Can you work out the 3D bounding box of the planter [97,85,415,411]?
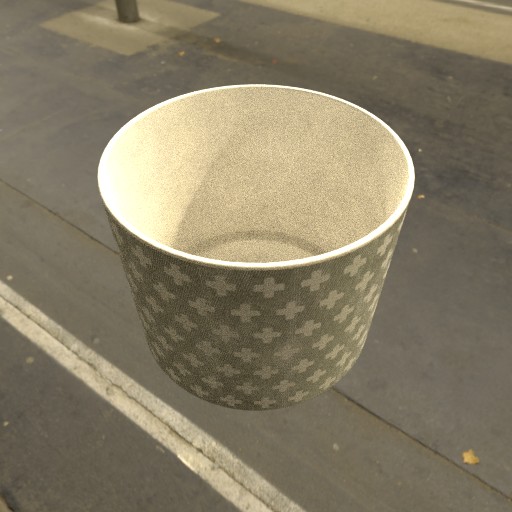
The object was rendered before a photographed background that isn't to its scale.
[{"bbox_3d":[0.000,0.000,0.445,0.250,0.239,0.250,0,46,0],"label":"planter"}]
